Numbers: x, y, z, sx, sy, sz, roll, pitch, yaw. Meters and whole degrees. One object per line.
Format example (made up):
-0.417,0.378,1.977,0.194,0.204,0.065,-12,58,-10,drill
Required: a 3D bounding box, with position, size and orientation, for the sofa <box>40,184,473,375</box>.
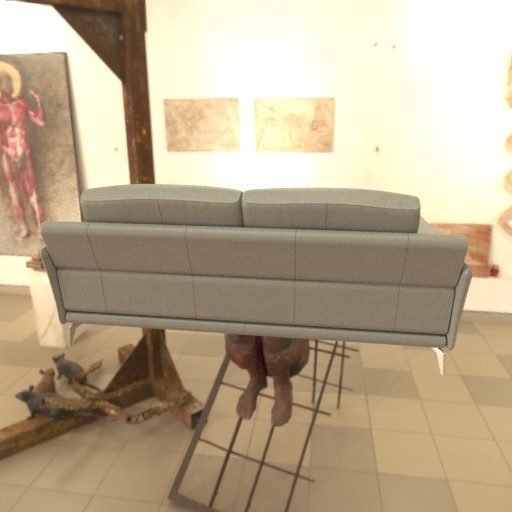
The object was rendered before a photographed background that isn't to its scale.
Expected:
0.000,0.000,2.602,2.101,0.930,1.049,2,17,8,sofa
